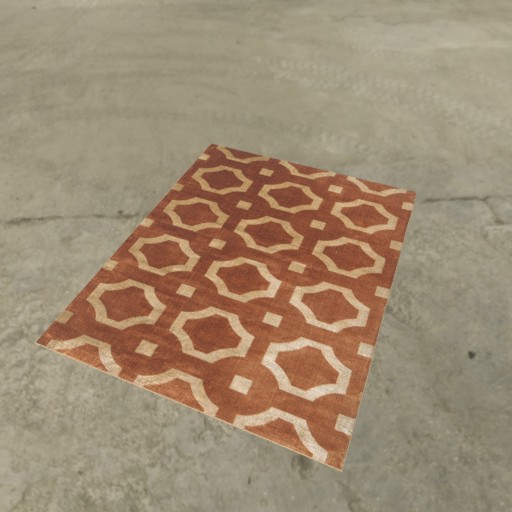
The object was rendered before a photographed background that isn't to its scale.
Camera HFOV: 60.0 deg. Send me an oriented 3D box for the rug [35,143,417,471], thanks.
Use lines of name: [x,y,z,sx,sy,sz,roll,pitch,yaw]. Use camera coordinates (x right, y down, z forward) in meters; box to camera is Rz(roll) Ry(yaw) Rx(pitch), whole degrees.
rug: [0.000,0.000,4.098,2.466,0.021,3.049,17,49,15]
